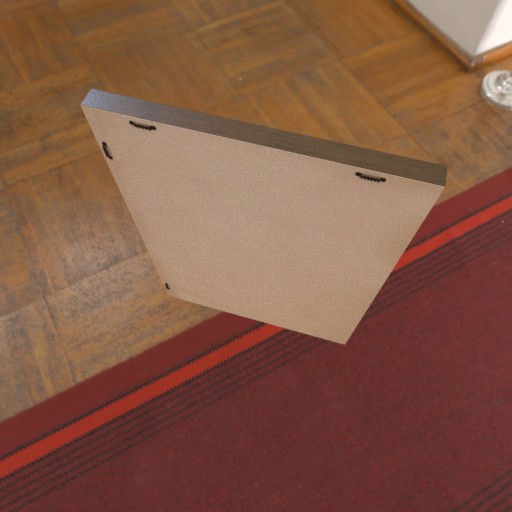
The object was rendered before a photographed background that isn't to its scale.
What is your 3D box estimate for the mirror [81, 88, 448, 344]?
[{"bbox_3d":[0.000,0.000,0.914,0.507,0.710,0.040,14,64,7],"label":"mirror"}]
